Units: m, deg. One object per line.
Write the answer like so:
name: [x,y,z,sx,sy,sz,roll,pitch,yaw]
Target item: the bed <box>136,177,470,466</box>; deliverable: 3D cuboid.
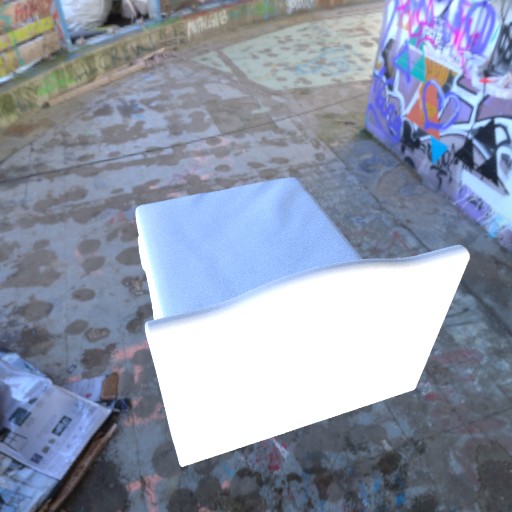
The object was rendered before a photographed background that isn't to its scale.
bed: [0.000,0.000,3.350,1.753,1.460,2.143,-13,42,-14]
